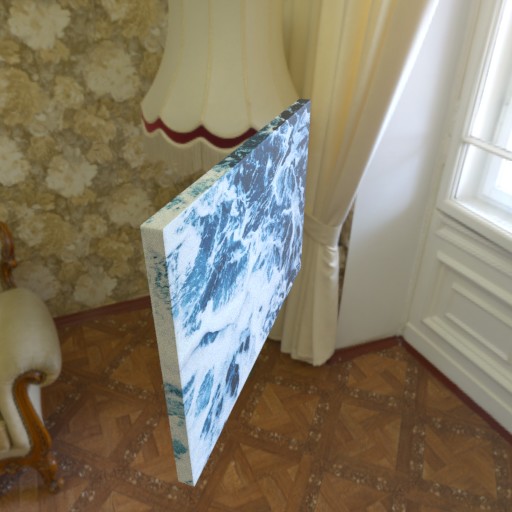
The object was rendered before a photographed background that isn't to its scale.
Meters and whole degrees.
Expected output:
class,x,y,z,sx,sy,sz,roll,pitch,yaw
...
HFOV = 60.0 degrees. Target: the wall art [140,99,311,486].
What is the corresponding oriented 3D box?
class,x,y,z,sx,sy,sz,roll,pitch,yaw
wall art,0.000,0.000,1.149,0.042,0.610,0.915,10,32,16
